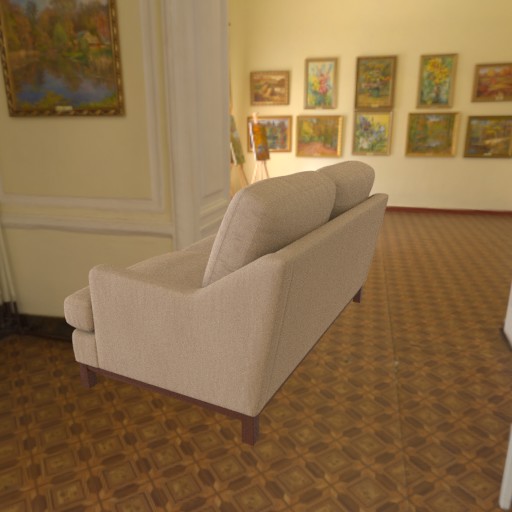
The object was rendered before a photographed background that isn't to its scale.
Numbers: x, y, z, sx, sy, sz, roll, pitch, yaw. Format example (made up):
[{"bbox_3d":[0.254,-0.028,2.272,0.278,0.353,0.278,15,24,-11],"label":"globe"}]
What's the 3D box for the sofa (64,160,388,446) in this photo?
[{"bbox_3d":[0.000,0.000,2.280,1.004,0.910,1.619,8,18,26],"label":"sofa"}]
